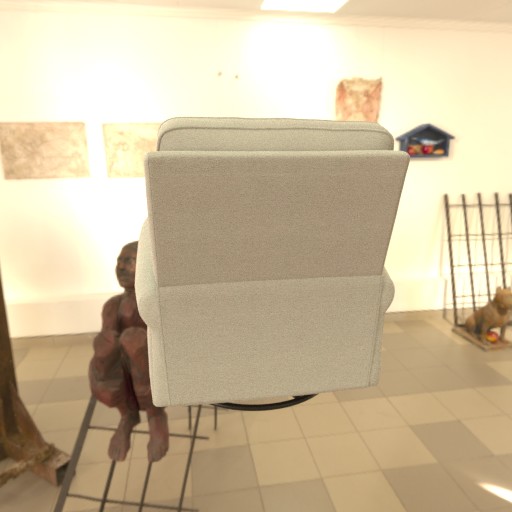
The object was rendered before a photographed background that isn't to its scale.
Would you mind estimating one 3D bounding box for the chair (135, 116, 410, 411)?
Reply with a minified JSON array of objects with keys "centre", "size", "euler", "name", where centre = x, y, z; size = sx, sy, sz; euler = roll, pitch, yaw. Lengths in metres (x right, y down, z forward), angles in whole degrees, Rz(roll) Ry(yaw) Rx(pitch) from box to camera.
[{"centre":[0.000,0.000,1.661],"size":[0.890,0.960,0.878],"euler":[-2,14,-10],"name":"chair"}]
